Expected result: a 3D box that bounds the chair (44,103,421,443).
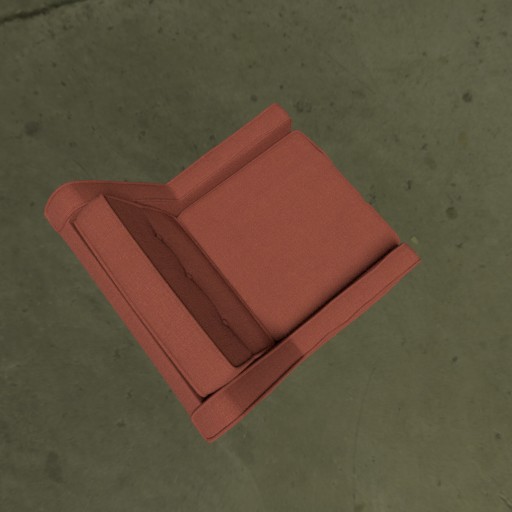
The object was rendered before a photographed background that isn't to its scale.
[{"bbox_3d":[0.000,0.000,1.365,0.770,0.812,0.680,-38,78,-9],"label":"chair"}]
